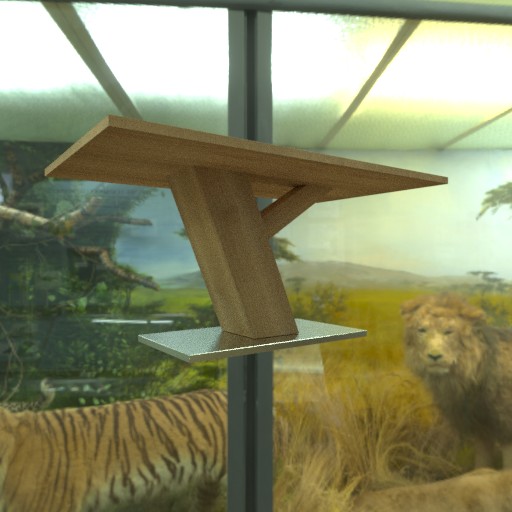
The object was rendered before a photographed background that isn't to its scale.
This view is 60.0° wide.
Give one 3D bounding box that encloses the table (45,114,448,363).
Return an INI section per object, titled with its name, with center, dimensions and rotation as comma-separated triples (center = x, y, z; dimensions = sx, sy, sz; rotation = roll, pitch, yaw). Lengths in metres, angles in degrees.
[table]
center = 0.000, 0.000, 2.009
dimensions = 1.600, 0.750, 0.900
rotation = 0, 0, -35
